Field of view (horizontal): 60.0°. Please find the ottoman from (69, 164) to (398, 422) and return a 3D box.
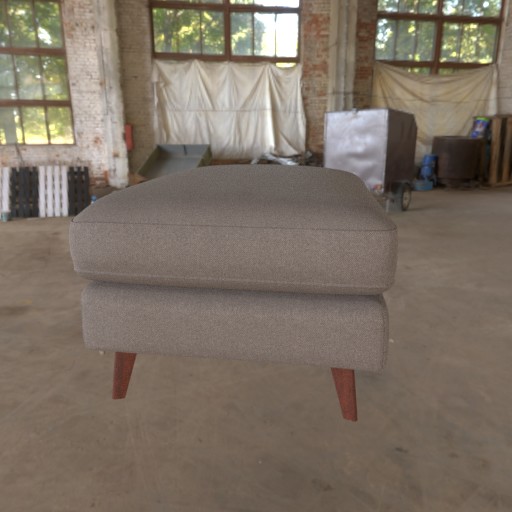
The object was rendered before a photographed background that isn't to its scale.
[{"bbox_3d":[0.000,0.000,1.165,0.608,0.449,0.811,2,16,8],"label":"ottoman"}]
